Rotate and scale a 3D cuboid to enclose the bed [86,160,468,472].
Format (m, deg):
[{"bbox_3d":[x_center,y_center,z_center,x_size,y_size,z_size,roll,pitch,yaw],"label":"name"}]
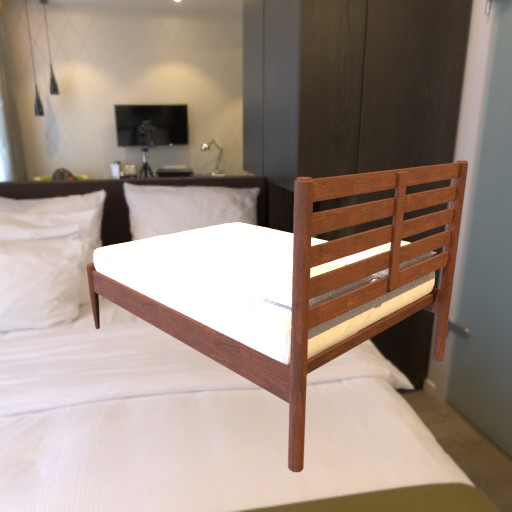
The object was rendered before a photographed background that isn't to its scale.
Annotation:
[{"bbox_3d":[0.000,0.000,3.023,1.509,1.304,2.093,-15,21,-42],"label":"bed"}]
